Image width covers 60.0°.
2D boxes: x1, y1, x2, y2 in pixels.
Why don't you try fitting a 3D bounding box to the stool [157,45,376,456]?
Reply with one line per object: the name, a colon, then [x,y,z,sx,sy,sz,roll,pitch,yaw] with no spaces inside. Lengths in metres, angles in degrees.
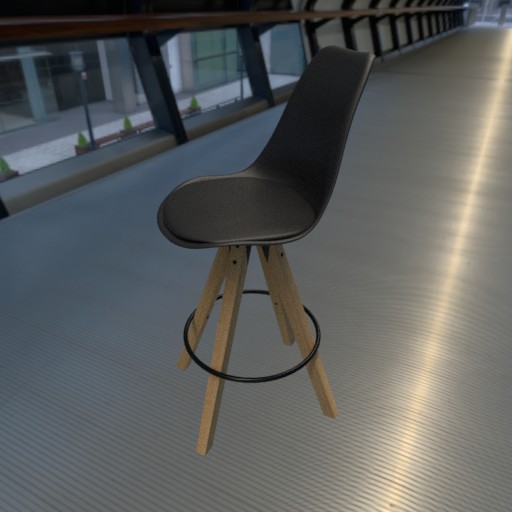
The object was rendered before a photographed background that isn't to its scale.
stool: [0.000,0.000,1.328,0.550,1.115,0.485,-9,32,-16]
